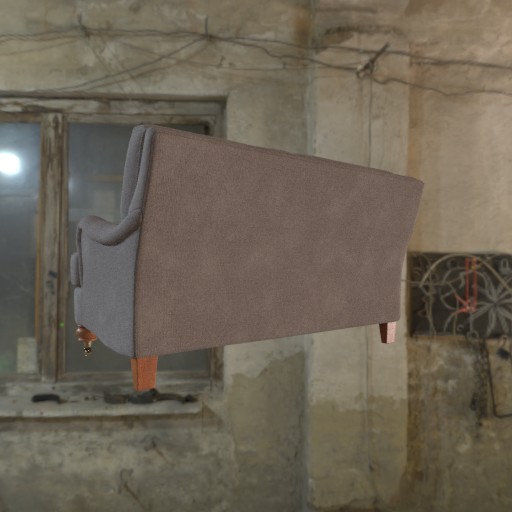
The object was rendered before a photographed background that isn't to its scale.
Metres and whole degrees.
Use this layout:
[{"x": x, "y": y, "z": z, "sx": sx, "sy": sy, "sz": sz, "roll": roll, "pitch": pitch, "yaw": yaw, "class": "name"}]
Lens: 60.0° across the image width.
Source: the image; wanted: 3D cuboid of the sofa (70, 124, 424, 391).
[{"x": 0.000, "y": 0.000, "z": 2.572, "sx": 1.853, "sy": 1.101, "sz": 1.084, "roll": 0, "pitch": 0, "yaw": -38, "class": "sofa"}]
